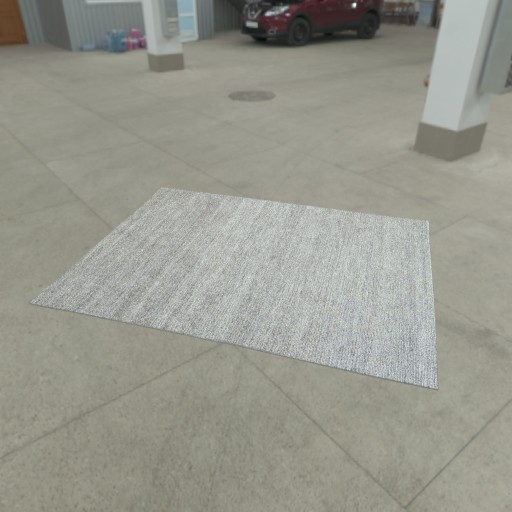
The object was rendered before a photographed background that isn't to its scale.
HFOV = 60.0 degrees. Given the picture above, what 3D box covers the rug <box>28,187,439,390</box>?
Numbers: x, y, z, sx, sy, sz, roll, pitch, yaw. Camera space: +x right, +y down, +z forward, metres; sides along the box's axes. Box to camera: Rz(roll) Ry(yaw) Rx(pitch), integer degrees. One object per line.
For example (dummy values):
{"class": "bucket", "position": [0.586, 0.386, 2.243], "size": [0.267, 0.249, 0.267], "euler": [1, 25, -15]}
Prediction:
{"class": "rug", "position": [0.000, 0.000, 4.222], "size": [3.202, 0.045, 2.434], "euler": [9, 33, 14]}
